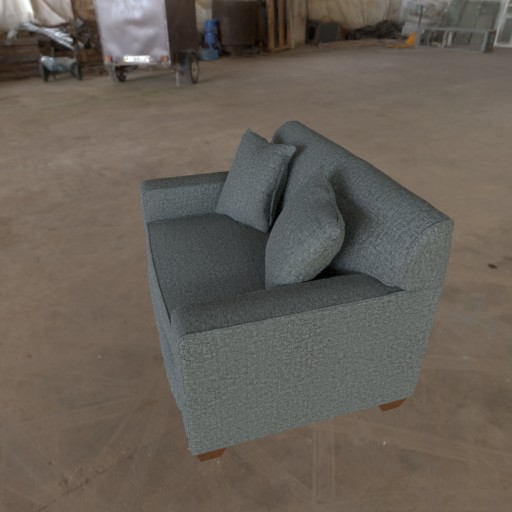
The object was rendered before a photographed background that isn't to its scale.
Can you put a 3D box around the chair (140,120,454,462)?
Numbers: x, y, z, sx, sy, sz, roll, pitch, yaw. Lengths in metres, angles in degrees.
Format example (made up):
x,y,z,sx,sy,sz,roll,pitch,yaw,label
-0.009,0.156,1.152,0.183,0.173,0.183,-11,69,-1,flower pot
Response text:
x,y,z,sx,sy,sz,roll,pitch,yaw,label
0.000,0.000,2.094,1.000,0.948,1.383,-9,32,-15,chair
